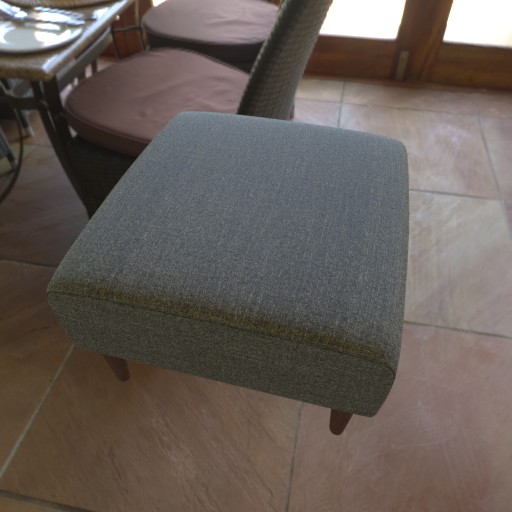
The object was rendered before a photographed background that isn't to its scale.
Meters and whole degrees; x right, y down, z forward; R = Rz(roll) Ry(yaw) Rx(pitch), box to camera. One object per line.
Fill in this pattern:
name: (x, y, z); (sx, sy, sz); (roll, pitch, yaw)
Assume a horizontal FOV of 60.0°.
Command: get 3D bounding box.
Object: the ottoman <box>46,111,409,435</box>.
ottoman: (0.000, 0.000, 1.055); (0.648, 0.399, 0.655); (11, 47, 10)
